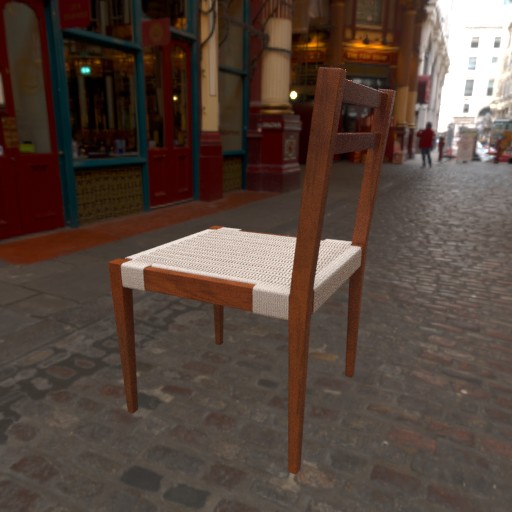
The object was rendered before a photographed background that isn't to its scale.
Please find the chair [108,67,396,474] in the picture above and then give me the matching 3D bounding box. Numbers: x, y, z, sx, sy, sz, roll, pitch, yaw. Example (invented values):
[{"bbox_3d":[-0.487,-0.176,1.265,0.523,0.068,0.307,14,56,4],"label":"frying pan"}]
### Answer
[{"bbox_3d":[0.000,0.000,1.184,0.569,0.851,0.495,8,18,26],"label":"chair"}]
